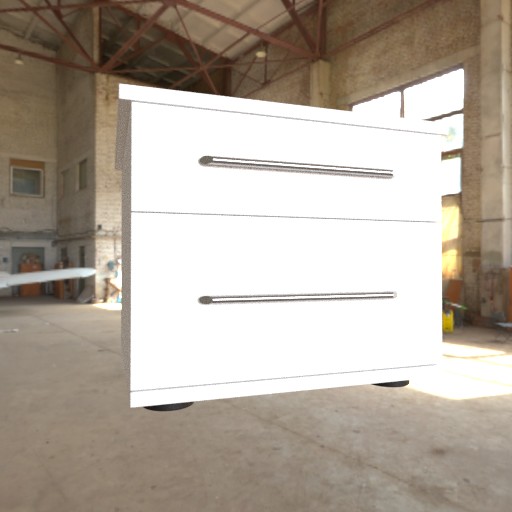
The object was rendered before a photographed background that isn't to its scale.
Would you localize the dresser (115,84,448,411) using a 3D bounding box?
[{"bbox_3d":[0.000,0.000,0.712,0.430,0.360,0.400,0,-1,-18],"label":"dresser"}]
